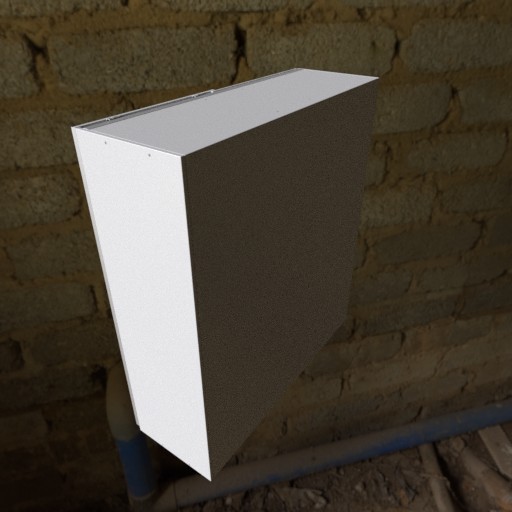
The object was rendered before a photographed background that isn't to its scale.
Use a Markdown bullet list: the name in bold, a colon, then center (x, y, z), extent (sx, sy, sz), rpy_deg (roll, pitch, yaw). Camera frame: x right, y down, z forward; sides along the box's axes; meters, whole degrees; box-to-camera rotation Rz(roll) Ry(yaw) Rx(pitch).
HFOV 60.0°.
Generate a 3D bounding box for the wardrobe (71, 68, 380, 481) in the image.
- **wardrobe**: center (0.000, 0.000, 2.826), extent (0.629, 1.960, 1.780), rpy_deg (21, 38, 29)
